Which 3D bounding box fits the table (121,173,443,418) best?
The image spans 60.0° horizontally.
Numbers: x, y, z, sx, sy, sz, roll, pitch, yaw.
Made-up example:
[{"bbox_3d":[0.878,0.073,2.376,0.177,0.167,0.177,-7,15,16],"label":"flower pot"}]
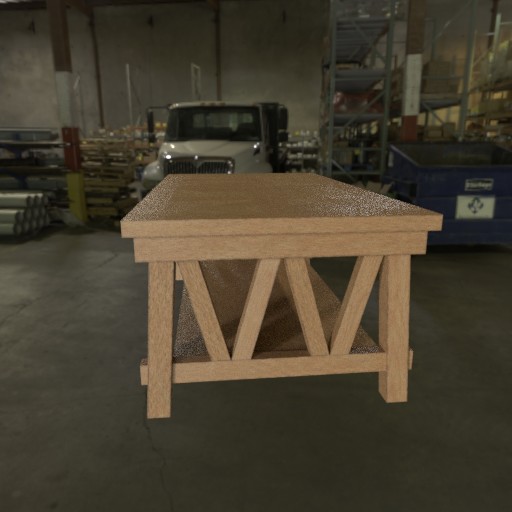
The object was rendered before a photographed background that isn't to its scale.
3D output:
[{"bbox_3d":[0.000,0.000,1.640,0.711,0.507,1.270,-2,15,-6],"label":"table"}]
